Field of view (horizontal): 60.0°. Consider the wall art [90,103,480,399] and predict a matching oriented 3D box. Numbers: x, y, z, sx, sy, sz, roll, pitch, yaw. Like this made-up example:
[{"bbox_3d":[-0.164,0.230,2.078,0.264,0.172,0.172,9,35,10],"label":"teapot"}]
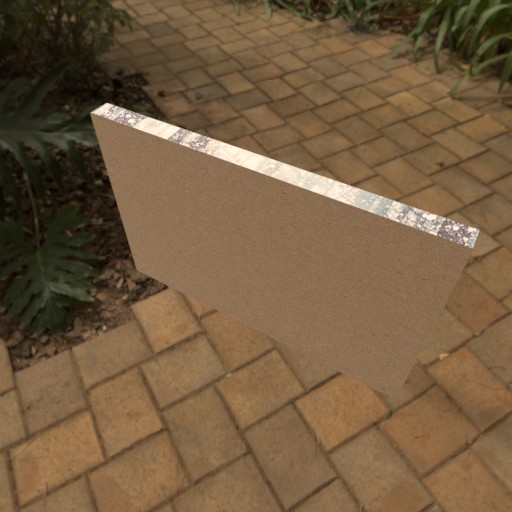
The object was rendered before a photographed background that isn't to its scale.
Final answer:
[{"bbox_3d":[0.000,0.000,0.785,0.618,0.398,0.042,24,51,21],"label":"wall art"}]
